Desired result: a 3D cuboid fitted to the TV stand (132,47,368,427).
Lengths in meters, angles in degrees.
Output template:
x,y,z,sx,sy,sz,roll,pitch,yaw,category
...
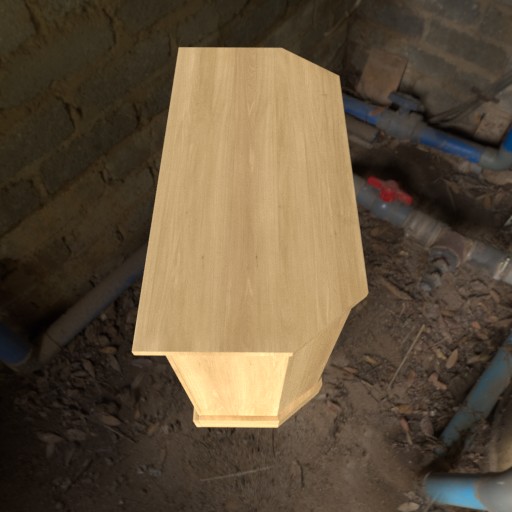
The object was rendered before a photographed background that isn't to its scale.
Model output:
x,y,z,sx,sy,sz,roll,pitch,yaw,category
0.000,0.000,1.322,0.425,0.781,0.851,0,59,0,TV stand
